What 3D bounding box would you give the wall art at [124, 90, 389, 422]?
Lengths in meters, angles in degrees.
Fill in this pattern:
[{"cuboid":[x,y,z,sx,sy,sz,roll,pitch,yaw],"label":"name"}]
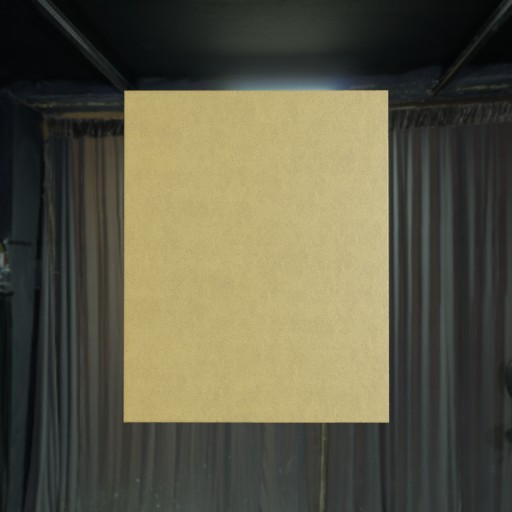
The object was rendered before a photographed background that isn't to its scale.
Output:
[{"cuboid":[0.000,0.000,1.353,0.798,1.002,0.030,0,0,0],"label":"wall art"}]
